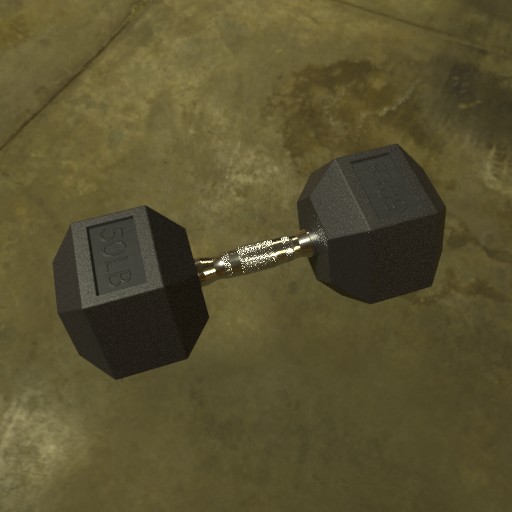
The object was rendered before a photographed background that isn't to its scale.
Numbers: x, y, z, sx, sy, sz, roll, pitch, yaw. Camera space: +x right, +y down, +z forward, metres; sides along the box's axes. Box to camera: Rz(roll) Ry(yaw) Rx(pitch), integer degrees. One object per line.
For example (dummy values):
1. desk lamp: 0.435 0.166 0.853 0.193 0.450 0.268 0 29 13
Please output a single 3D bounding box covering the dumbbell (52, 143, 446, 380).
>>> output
1. dumbbell: 0.000 0.000 0.470 0.384 0.150 0.173 -15 63 -8
